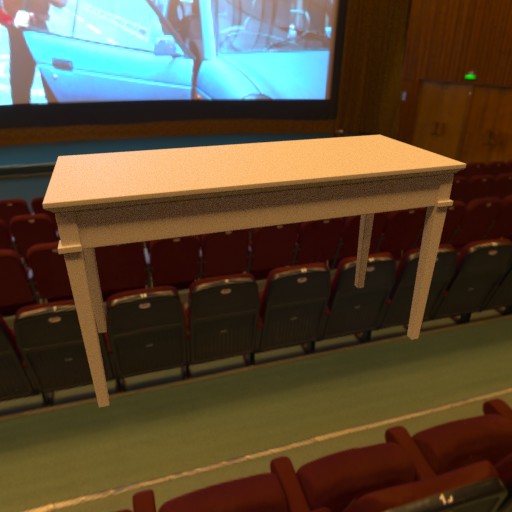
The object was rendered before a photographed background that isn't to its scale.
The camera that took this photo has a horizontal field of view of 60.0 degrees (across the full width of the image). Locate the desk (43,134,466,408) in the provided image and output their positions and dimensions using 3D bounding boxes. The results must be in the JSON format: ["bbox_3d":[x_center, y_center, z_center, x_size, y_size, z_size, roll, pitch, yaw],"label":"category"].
[{"bbox_3d":[0.000,0.000,1.775,1.372,0.774,0.559,-8,27,-16],"label":"desk"}]
